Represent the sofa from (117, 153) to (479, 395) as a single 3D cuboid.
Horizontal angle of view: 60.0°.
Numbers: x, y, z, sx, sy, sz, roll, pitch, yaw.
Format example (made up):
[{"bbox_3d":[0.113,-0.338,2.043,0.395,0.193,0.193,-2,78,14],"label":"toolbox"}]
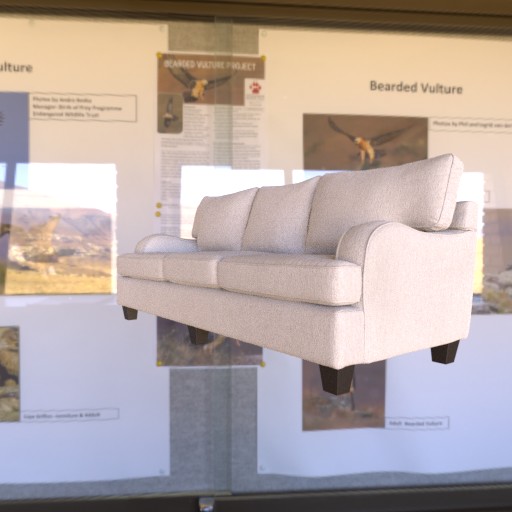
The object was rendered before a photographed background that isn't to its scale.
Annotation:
[{"bbox_3d":[0.000,0.000,2.768,1.016,0.991,2.323,-1,1,-37],"label":"sofa"}]
